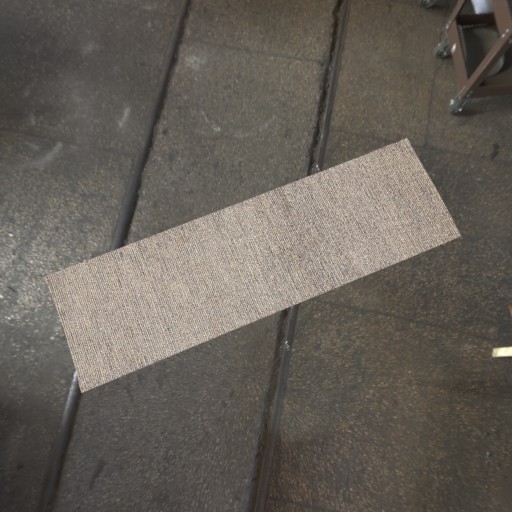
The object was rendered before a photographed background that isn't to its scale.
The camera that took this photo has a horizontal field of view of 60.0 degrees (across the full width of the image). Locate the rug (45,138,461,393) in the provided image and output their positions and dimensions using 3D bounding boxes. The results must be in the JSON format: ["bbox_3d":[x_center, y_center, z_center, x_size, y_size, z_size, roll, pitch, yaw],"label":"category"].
[{"bbox_3d":[0.000,0.000,2.570,2.335,0.013,0.697,-22,76,-6],"label":"rug"}]
